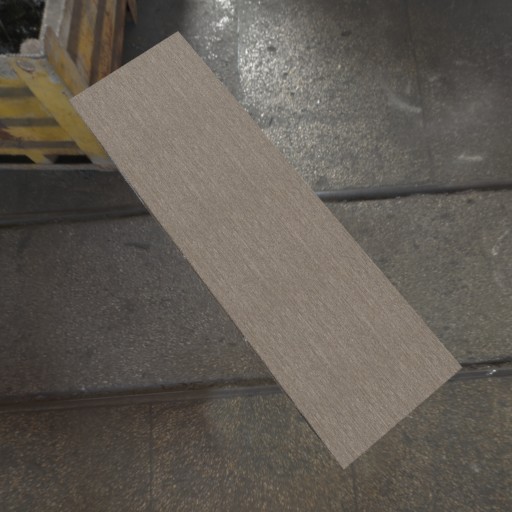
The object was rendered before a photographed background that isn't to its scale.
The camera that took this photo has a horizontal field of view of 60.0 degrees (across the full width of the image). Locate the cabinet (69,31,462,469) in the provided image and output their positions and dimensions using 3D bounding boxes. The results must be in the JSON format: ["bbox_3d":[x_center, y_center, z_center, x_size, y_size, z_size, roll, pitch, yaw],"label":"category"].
[{"bbox_3d":[0.000,0.000,1.536,0.405,0.787,1.194,-37,79,-8],"label":"cabinet"}]
